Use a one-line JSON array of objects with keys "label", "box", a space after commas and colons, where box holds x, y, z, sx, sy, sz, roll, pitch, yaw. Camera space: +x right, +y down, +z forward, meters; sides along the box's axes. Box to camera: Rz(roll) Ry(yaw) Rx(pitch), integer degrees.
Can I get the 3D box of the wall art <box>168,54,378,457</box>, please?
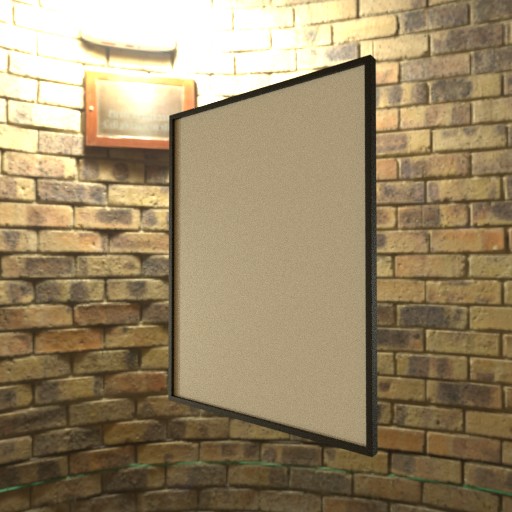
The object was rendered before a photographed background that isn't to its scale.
[{"label": "wall art", "box": [0.000, 0.000, 1.435, 0.802, 1.070, 0.036, -1, -1, 38]}]
